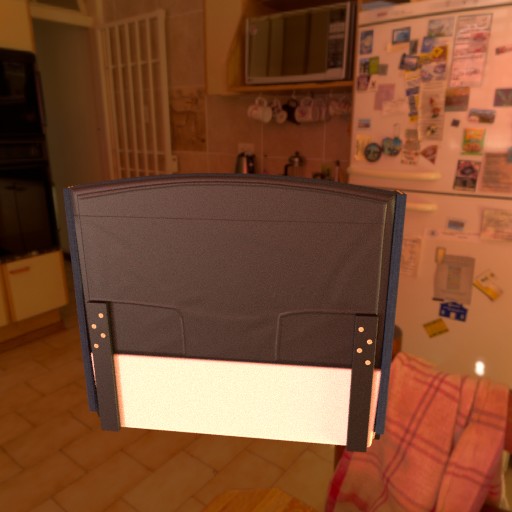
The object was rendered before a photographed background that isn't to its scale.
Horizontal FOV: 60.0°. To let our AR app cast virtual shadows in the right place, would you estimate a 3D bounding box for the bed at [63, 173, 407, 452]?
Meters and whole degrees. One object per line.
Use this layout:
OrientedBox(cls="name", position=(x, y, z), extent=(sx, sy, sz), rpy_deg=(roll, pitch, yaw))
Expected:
OrientedBox(cls="bed", position=(0.000, 0.000, 3.211), extent=(1.604, 1.402, 2.223), rpy_deg=(2, 17, 7))
